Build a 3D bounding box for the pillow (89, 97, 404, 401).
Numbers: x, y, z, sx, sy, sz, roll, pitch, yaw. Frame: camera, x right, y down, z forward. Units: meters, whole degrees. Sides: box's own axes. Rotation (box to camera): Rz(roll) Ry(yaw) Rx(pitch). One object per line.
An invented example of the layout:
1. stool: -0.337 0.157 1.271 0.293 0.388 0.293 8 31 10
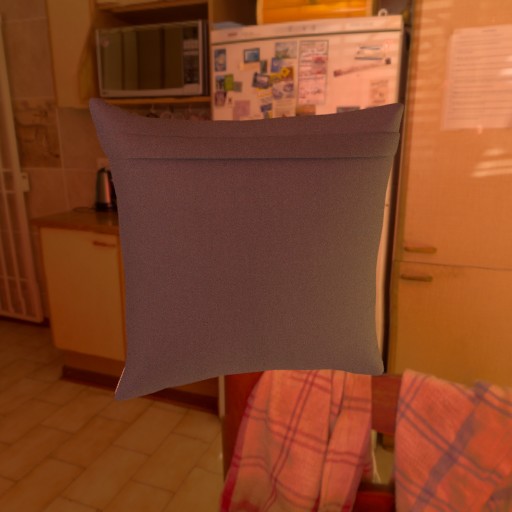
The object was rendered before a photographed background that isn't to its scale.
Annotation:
1. pillow: 0.000 0.000 0.610 0.405 0.406 0.173 -3 15 -10
